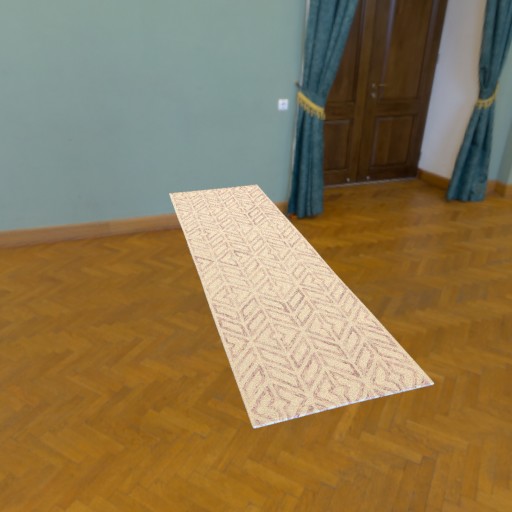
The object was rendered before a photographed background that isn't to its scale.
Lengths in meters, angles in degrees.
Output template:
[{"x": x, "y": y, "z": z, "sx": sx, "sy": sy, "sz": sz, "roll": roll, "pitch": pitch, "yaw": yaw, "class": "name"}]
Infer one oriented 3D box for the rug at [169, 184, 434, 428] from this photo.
[{"x": 0.000, "y": 0.000, "z": 2.687, "sx": 0.750, "sy": 0.009, "sz": 2.435, "roll": -8, "pitch": 30, "yaw": -15, "class": "rug"}]
